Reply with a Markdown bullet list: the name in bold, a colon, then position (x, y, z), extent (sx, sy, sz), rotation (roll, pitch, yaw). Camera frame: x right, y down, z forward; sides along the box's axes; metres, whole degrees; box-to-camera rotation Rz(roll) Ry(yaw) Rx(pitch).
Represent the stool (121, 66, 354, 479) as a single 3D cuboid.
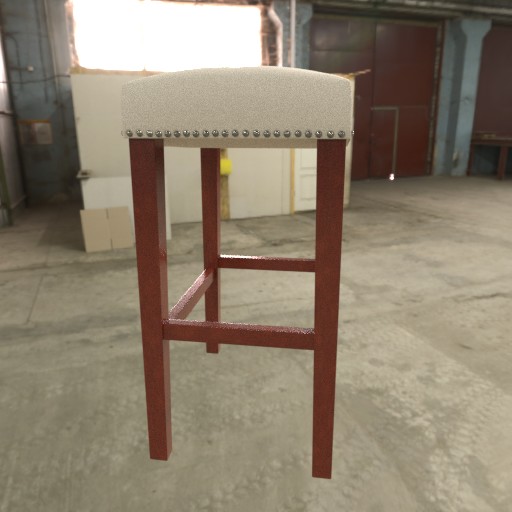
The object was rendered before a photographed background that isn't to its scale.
- **stool**: position (0.000, 0.000, 0.999), extent (0.372, 0.742, 0.504), rotation (2, 16, 8)
